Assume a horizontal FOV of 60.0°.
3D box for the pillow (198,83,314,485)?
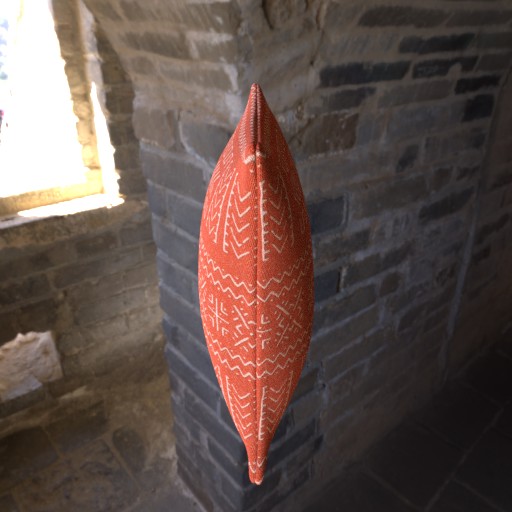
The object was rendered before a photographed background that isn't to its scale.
[{"bbox_3d":[0.000,0.000,0.646,0.164,0.429,0.438,0,27,0],"label":"pillow"}]
